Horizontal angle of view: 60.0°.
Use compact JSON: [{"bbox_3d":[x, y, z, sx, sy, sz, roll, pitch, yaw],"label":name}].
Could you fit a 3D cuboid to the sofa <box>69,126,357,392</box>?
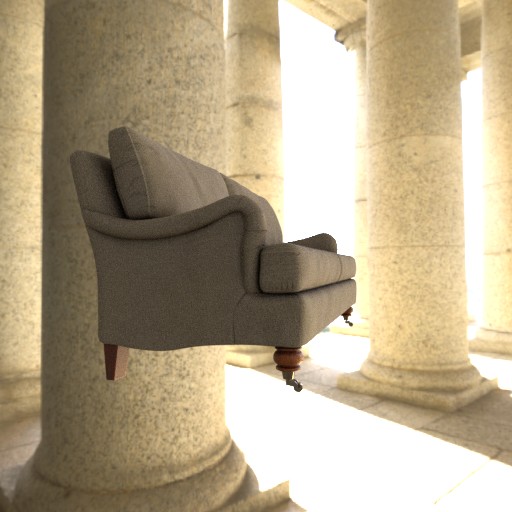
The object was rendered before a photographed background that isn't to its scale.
[{"bbox_3d":[0.000,0.000,2.782,1.069,1.096,2.193,0,-1,18],"label":"sofa"}]
